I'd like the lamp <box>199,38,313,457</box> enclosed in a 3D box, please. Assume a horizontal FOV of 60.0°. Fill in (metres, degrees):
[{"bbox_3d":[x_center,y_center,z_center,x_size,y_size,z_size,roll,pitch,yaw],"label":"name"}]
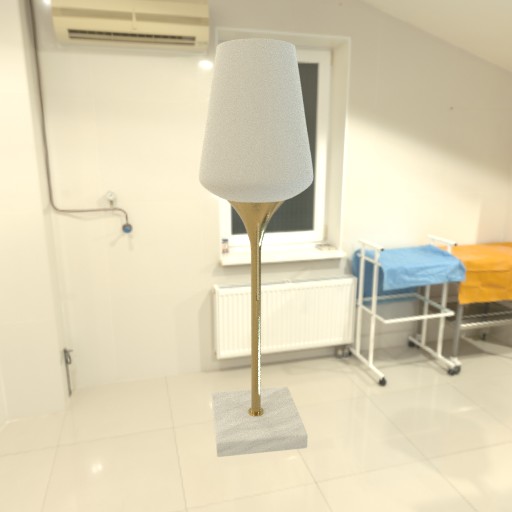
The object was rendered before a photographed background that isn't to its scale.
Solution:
[{"bbox_3d":[0.000,0.000,0.736,0.181,0.639,0.181,-2,14,-8],"label":"lamp"}]
